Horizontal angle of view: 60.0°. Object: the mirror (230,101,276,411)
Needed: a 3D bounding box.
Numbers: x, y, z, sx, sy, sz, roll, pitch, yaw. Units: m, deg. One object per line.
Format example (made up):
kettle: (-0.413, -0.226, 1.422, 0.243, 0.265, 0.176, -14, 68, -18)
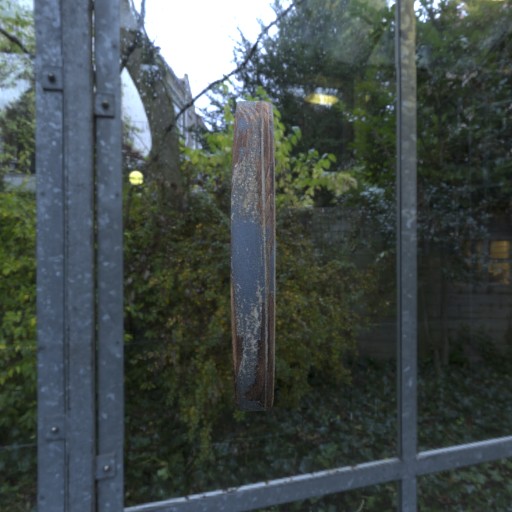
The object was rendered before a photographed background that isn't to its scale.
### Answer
mirror: (0.000, 0.000, 0.885, 0.061, 0.585, 0.585, 0, -1, 1)
